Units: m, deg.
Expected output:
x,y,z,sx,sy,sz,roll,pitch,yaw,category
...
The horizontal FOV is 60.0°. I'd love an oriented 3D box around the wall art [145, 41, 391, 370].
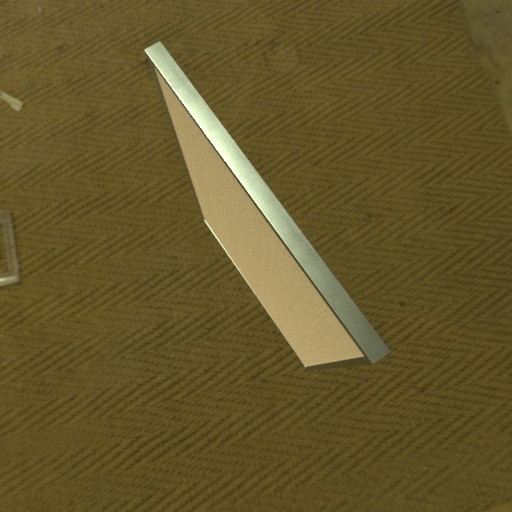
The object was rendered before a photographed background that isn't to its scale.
x,y,z,sx,sy,sz,roll,pitch,yaw,category
0.000,0.000,1.391,0.041,1.062,0.803,-33,77,-8,wall art
